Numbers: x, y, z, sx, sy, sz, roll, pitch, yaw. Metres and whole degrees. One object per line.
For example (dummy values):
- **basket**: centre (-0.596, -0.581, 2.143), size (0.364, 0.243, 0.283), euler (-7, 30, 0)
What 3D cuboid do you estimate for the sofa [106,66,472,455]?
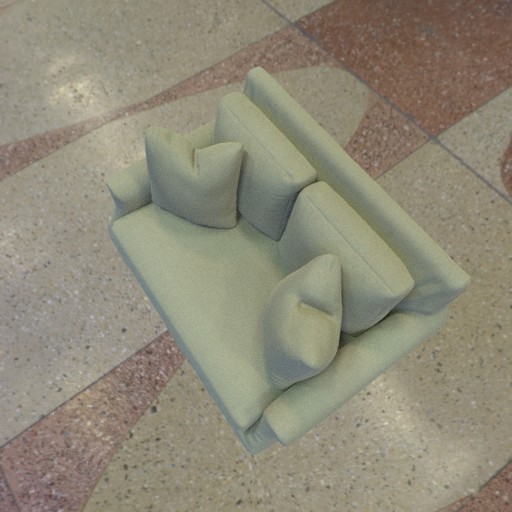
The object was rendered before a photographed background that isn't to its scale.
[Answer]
- **sofa**: centre (0.000, 0.000, 2.149), size (1.070, 0.905, 1.550), euler (-32, 68, -15)
